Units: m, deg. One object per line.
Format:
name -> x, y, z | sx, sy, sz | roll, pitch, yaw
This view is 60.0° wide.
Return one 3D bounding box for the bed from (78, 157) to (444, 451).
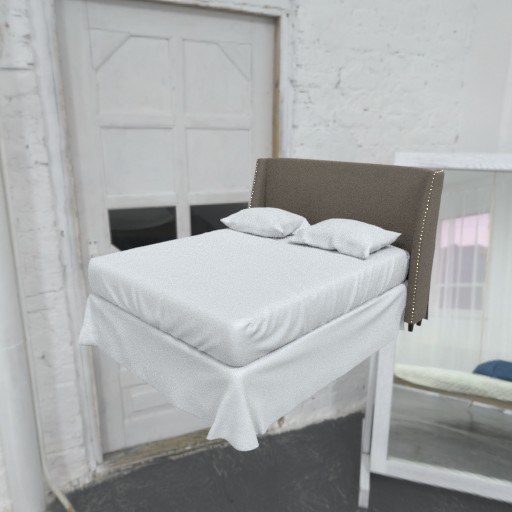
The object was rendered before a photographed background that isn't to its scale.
bed -> 0.000, 0.000, 3.473 | 1.925, 1.332, 2.276 | 16, 23, 42
